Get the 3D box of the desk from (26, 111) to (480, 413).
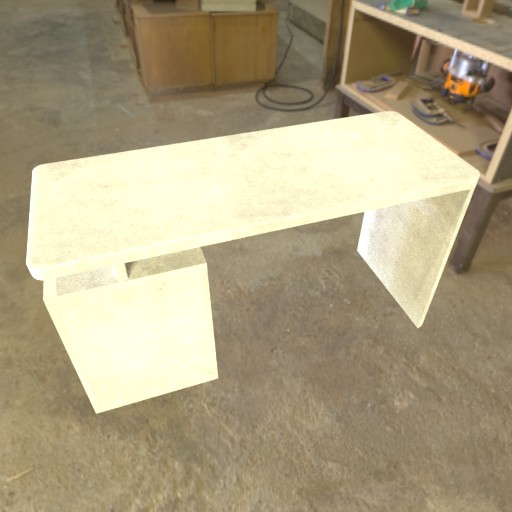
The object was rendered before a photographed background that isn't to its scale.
[{"bbox_3d":[0.000,0.000,1.715,1.400,0.755,0.550,-13,43,-14],"label":"desk"}]
